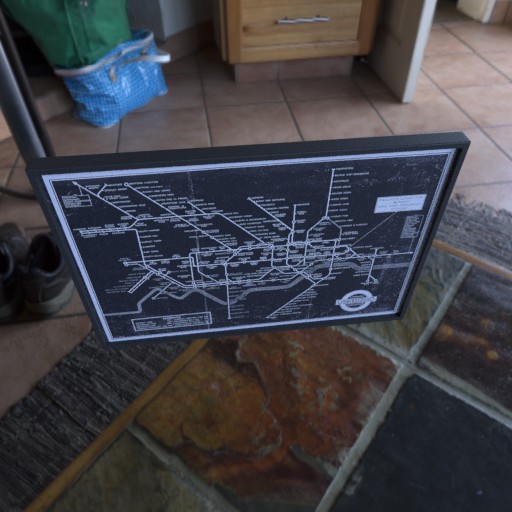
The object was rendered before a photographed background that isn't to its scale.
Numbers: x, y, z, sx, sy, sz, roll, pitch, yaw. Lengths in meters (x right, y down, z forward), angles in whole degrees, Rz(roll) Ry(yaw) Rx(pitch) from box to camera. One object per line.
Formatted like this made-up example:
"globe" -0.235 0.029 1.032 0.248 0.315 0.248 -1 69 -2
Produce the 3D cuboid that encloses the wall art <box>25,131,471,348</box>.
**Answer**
"wall art" 0.000 0.000 0.551 0.443 0.301 0.021 -5 45 -5
